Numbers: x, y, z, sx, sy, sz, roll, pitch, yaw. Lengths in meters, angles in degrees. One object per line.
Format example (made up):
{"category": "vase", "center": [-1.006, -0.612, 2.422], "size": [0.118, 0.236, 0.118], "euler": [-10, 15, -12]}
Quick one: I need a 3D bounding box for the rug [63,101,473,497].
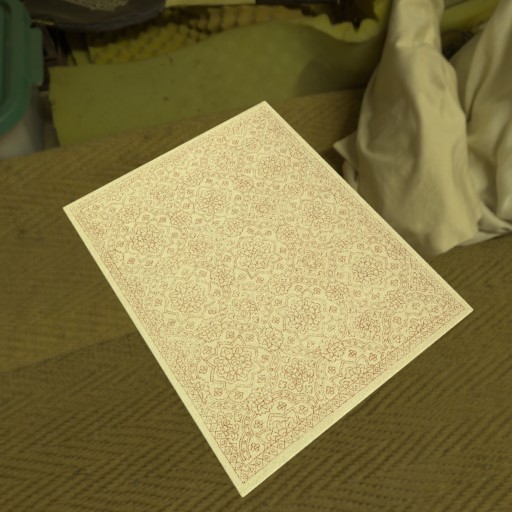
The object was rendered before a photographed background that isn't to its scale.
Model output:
{"category": "rug", "center": [0.000, 0.000, 4.071], "size": [2.441, 0.015, 3.050], "euler": [-33, 67, -15]}
